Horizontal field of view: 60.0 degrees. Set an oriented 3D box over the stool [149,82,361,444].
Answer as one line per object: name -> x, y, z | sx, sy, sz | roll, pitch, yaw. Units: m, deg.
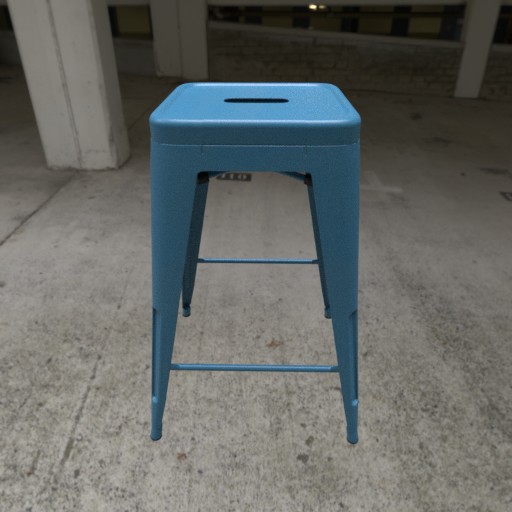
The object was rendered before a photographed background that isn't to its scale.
stool -> 0.000, 0.000, 0.888 | 0.410, 0.608, 0.410 | 1, 30, 1
